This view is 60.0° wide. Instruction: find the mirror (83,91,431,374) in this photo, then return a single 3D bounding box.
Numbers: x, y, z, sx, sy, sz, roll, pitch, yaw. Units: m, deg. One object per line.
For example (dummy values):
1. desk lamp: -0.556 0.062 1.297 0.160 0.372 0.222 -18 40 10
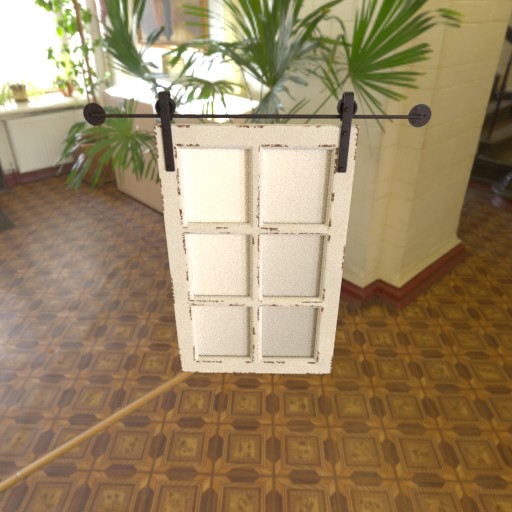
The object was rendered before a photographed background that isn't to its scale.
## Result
1. mirror: 0.000 0.000 1.198 0.808 0.844 0.037 1 30 1
